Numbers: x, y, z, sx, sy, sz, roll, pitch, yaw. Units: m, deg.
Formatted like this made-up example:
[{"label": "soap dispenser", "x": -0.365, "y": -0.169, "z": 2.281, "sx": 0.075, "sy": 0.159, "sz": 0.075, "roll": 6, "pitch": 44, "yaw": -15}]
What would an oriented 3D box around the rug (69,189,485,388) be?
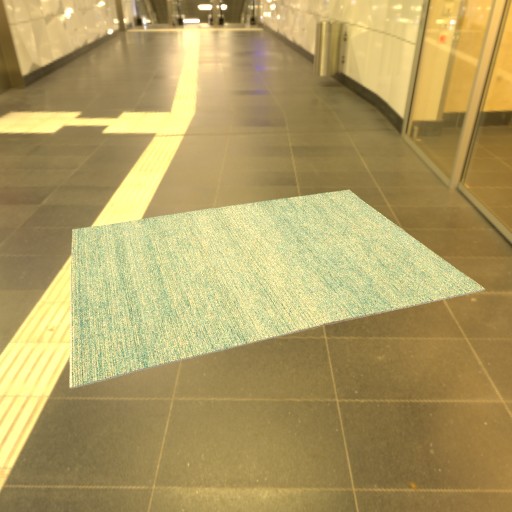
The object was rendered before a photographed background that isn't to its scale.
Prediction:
[{"label": "rug", "x": 0.000, "y": 0.000, "z": 2.922, "sx": 2.305, "sy": 0.029, "sz": 1.593, "roll": -10, "pitch": 33, "yaw": -16}]
